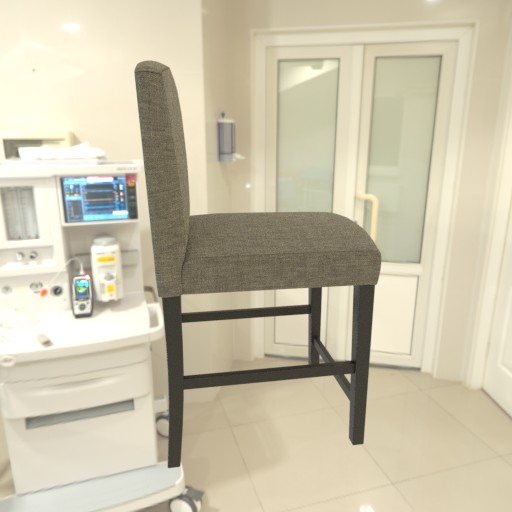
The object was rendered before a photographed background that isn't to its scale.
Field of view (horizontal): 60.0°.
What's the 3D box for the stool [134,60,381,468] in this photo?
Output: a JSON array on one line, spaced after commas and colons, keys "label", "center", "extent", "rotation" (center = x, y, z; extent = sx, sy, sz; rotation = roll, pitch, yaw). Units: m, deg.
[{"label": "stool", "center": [0.000, 0.000, 1.215], "extent": [0.552, 0.966, 0.451], "rotation": [-3, 16, -10]}]
